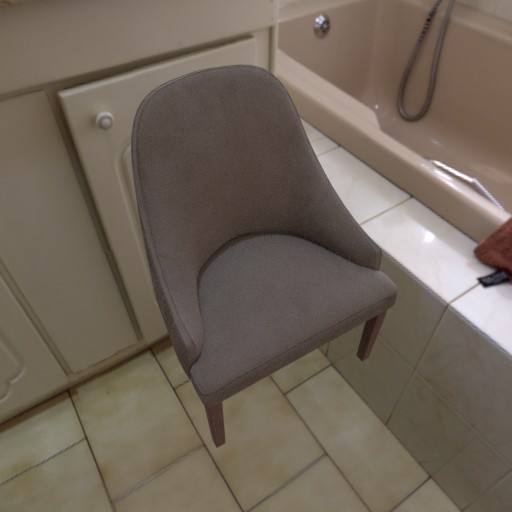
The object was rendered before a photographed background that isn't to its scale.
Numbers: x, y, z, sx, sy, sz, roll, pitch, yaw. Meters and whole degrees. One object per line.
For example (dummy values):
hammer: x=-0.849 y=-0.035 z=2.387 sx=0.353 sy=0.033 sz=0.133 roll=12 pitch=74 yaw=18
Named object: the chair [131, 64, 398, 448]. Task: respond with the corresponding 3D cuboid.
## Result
chair: x=0.000 y=0.000 z=1.290 sx=0.643 sy=0.889 sz=0.575 roll=-24 pitch=51 yaw=-21
